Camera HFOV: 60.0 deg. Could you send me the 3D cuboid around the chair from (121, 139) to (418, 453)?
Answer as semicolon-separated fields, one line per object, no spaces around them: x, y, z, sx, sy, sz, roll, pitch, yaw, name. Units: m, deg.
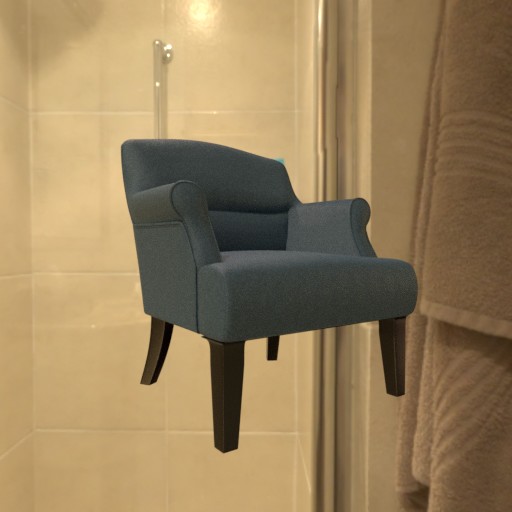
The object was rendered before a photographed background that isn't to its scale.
0.000;0.000;1.467;0.770;0.878;0.754;-1;2;-36;chair
